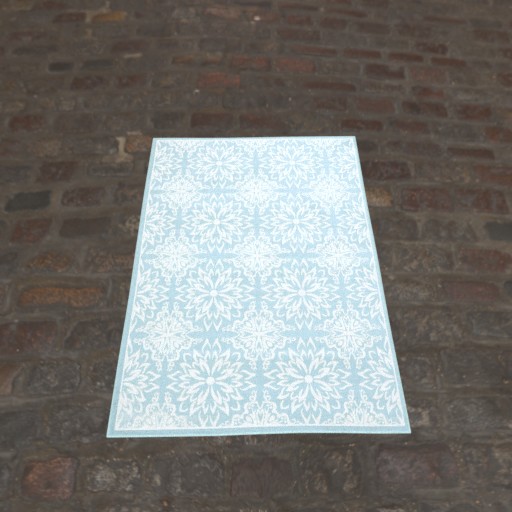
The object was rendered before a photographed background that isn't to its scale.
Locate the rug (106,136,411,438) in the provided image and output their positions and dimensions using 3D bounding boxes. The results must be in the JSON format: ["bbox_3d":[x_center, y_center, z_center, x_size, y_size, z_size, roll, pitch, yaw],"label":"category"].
[{"bbox_3d":[0.000,0.000,2.891,1.589,0.014,2.205,-1,58,0],"label":"rug"}]
